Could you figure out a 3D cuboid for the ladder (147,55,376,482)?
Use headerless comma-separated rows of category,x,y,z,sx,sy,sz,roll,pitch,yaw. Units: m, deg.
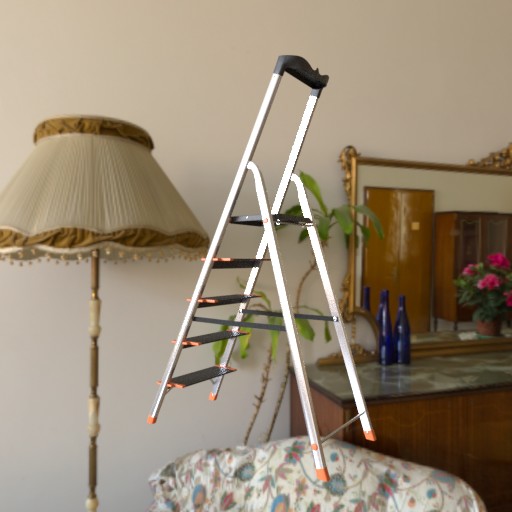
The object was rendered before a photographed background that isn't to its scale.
ladder,0.000,0.000,2.097,0.995,1.646,0.480,0,-1,36
